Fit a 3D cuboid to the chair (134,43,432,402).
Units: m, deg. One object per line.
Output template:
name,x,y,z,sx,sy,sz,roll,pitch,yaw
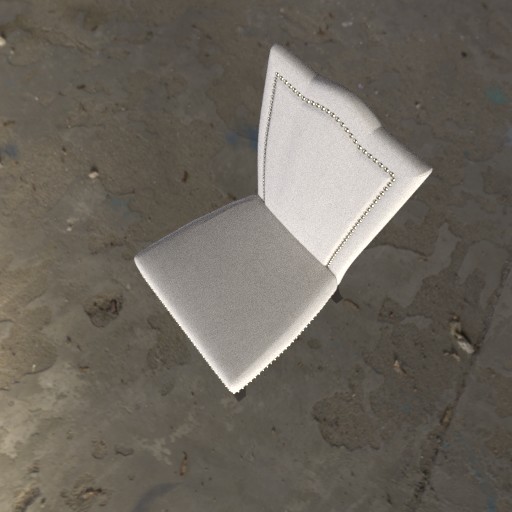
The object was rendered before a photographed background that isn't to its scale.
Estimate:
chair,0.000,0.000,1.321,0.589,0.946,0.518,-36,69,-16
